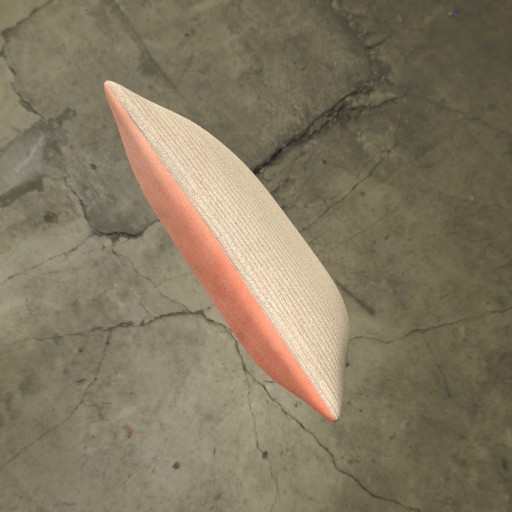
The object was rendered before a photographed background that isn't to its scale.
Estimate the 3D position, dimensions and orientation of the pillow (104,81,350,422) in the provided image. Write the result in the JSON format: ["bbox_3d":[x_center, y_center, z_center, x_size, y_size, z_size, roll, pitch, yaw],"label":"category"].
[{"bbox_3d":[0.000,0.000,0.637,0.177,0.401,0.424,-33,77,-8],"label":"pillow"}]
